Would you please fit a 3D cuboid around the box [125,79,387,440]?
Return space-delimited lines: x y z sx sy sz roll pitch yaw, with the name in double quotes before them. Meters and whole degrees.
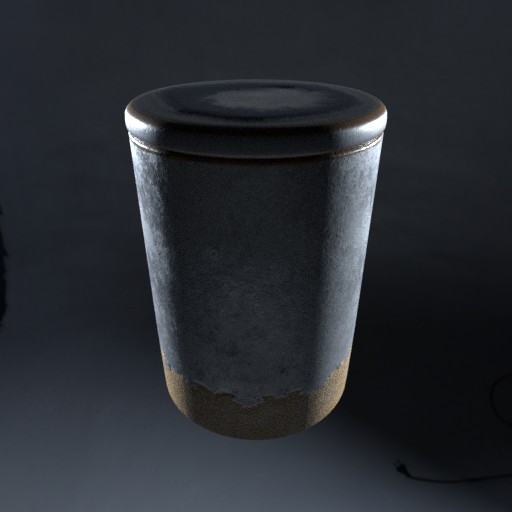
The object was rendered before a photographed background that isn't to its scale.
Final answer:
"box" 0.000 0.000 0.245 0.118 0.168 0.118 0 30 0
